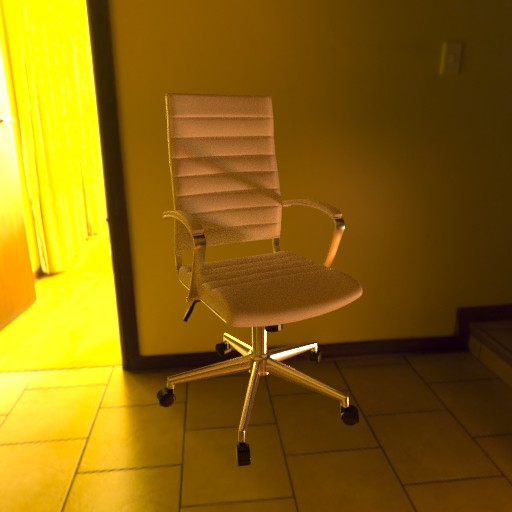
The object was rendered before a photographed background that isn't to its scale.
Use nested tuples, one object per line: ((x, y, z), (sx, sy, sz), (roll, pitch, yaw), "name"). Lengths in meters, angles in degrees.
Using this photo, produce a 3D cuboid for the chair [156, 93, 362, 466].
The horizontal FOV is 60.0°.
((0.000, 0.000, 1.634), (0.766, 1.149, 0.739), (-8, 19, -25), "chair")
